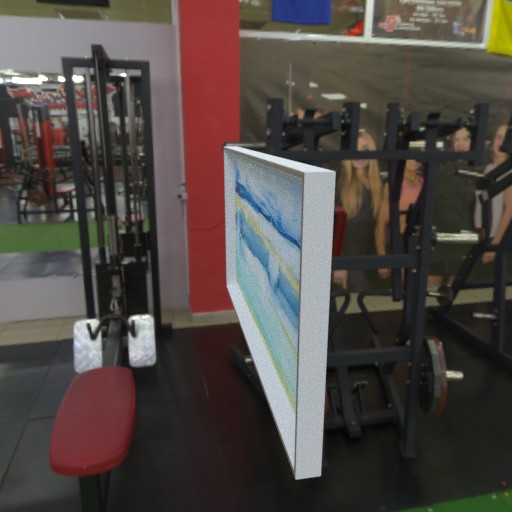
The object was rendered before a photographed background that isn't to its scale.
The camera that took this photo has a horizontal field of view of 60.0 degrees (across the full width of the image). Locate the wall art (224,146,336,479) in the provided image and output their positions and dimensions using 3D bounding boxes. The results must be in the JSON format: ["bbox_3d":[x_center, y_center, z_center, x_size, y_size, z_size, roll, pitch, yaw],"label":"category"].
[{"bbox_3d":[0.000,0.000,0.957,0.038,0.431,0.812,-3,16,-10],"label":"wall art"}]
